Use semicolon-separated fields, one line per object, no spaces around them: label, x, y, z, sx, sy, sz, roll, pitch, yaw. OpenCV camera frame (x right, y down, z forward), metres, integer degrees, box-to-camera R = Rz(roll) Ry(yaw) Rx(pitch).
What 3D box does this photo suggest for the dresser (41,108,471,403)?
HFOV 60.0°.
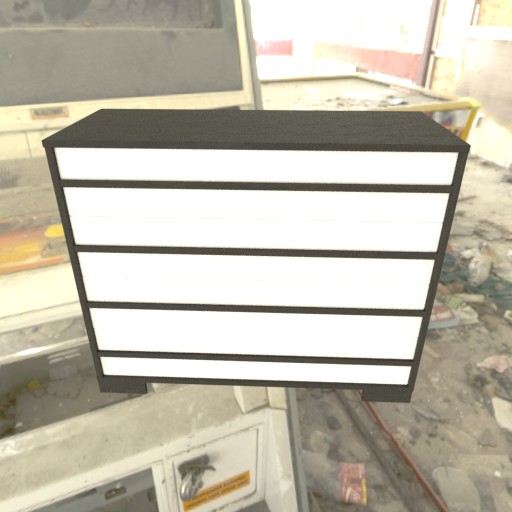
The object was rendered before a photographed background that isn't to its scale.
dresser;0.000;0.000;1.395;0.994;0.816;0.404;1;29;2
